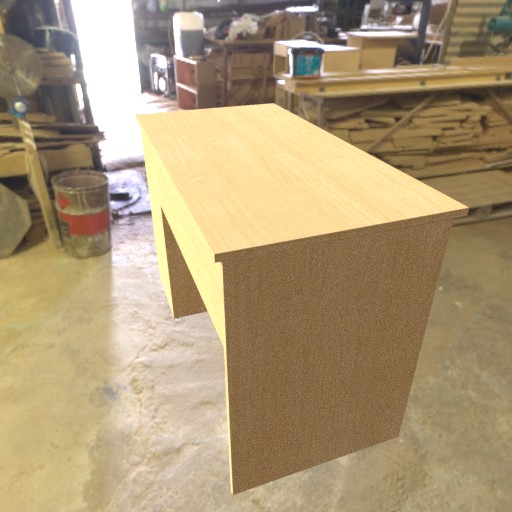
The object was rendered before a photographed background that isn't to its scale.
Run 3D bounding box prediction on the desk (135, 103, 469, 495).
[{"bbox_3d":[0.000,0.000,1.486,0.560,0.735,1.097,-11,32,-17],"label":"desk"}]
